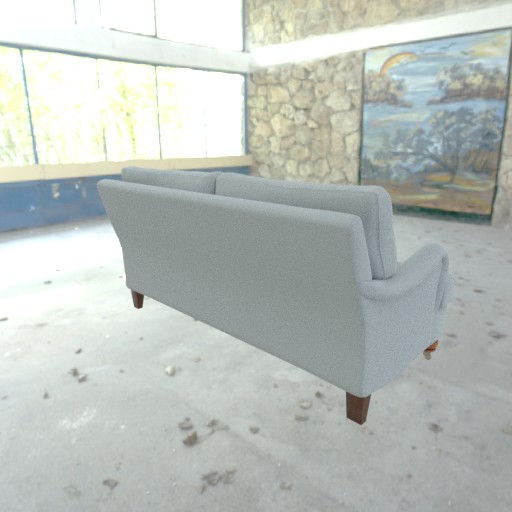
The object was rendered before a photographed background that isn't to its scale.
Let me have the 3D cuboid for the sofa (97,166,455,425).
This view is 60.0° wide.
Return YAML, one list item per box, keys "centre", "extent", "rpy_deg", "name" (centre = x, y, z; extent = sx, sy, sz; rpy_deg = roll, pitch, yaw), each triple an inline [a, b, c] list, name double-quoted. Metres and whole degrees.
- centre: [0.000, 0.000, 2.846]
  extent: [1.069, 1.096, 2.193]
  rpy_deg: [-14, 21, -43]
  name: "sofa"
